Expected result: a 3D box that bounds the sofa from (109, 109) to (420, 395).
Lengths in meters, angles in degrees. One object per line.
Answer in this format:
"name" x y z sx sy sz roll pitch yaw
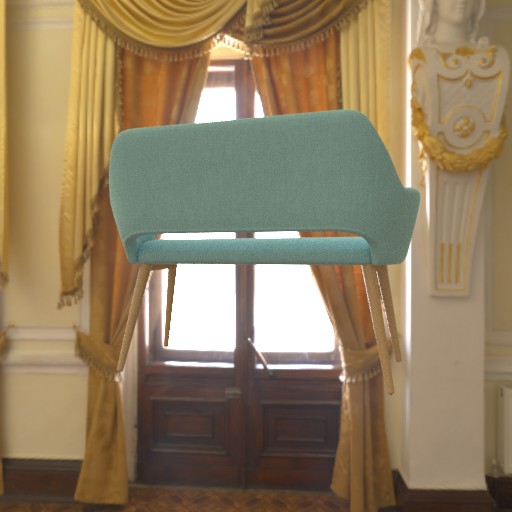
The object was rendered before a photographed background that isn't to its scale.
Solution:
"sofa" 0.000 0.000 1.637 1.150 0.840 0.610 0 0 16
